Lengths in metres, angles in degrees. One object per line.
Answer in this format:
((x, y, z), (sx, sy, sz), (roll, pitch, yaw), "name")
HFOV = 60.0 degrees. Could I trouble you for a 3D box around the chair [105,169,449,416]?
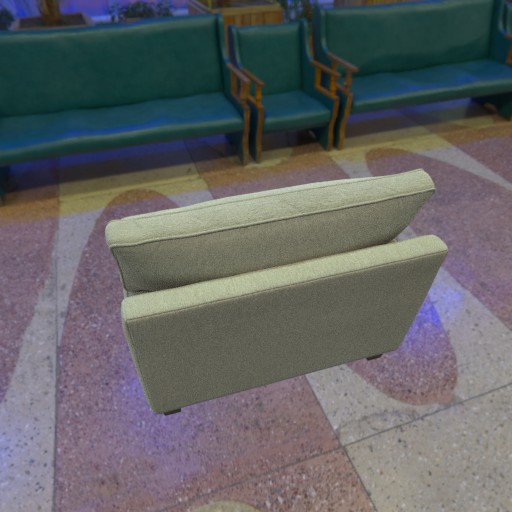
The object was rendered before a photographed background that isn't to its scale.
((0.000, 0.000, 2.067), (1.220, 1.016, 1.041), (-11, 41, -13), "chair")
